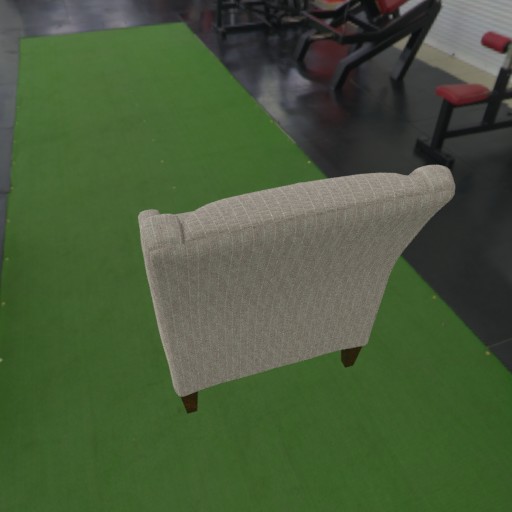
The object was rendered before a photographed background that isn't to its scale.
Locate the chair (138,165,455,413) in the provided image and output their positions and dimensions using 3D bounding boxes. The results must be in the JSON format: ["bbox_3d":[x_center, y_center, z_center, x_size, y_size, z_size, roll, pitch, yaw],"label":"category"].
[{"bbox_3d":[0.000,0.000,1.599,0.774,1.014,0.870,-12,43,-13],"label":"chair"}]
